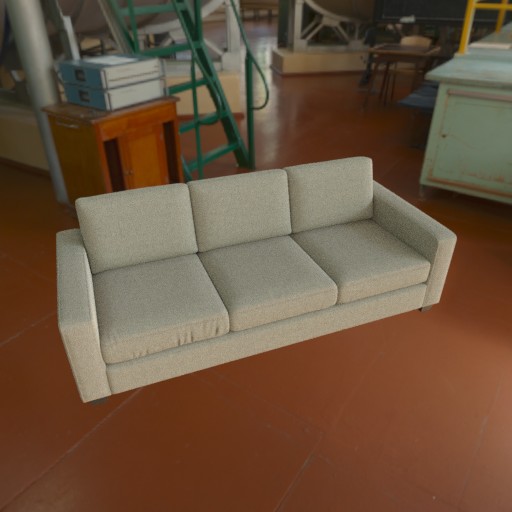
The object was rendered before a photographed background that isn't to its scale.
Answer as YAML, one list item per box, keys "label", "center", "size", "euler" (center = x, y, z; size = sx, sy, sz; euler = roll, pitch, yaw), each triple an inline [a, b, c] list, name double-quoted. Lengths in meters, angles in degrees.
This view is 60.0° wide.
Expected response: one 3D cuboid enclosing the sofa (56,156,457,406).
- label: "sofa"
  center: [0.000, 0.000, 2.639]
  size: [2.160, 0.800, 0.900]
  euler: [-12, 35, -18]
